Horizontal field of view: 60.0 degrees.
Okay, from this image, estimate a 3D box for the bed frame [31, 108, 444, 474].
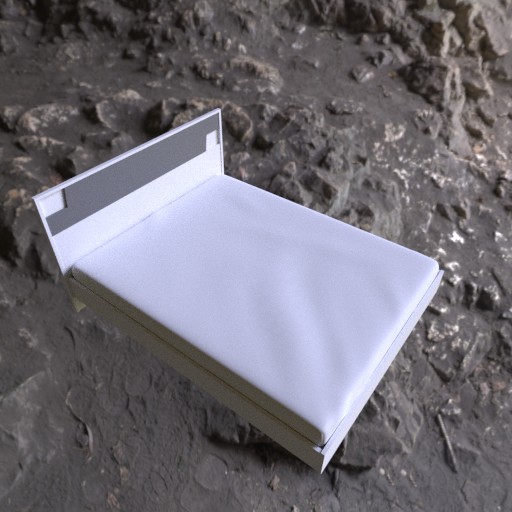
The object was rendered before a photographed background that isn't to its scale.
[{"bbox_3d":[0.000,0.000,3.027,2.100,1.001,1.711,26,47,27],"label":"bed frame"}]
